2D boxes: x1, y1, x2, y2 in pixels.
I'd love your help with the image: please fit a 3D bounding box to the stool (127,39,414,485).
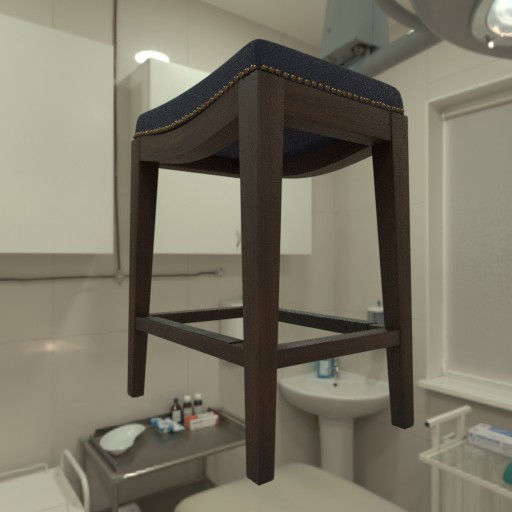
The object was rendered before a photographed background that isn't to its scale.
[{"bbox_3d":[0.000,0.000,0.915,0.361,0.642,0.500,0,0,-36],"label":"stool"}]
